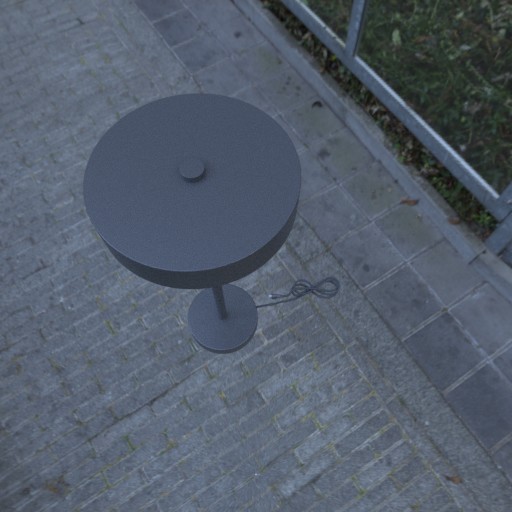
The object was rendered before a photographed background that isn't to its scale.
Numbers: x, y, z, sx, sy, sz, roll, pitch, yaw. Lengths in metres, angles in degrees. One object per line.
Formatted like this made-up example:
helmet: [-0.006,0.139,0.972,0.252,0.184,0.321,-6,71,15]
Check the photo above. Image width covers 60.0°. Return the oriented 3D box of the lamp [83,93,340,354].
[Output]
lamp: [0.000,0.000,0.697,0.369,0.508,0.229,-17,65,-8]
